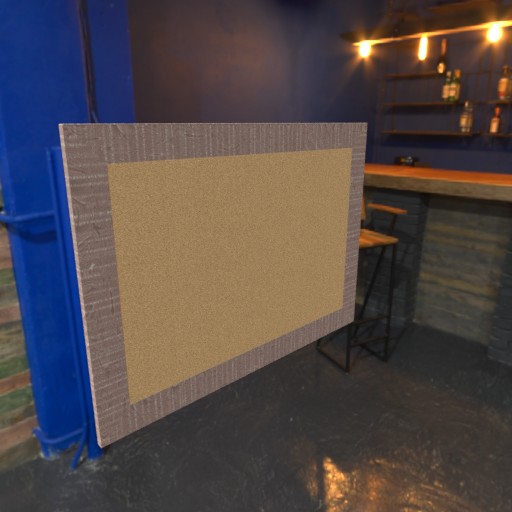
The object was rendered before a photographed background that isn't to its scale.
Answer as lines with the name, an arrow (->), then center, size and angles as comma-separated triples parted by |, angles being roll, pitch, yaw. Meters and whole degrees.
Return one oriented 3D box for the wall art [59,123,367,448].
wall art -> 0.000, 0.000, 1.326 | 1.056, 0.761, 0.020 | -15, 23, -41
